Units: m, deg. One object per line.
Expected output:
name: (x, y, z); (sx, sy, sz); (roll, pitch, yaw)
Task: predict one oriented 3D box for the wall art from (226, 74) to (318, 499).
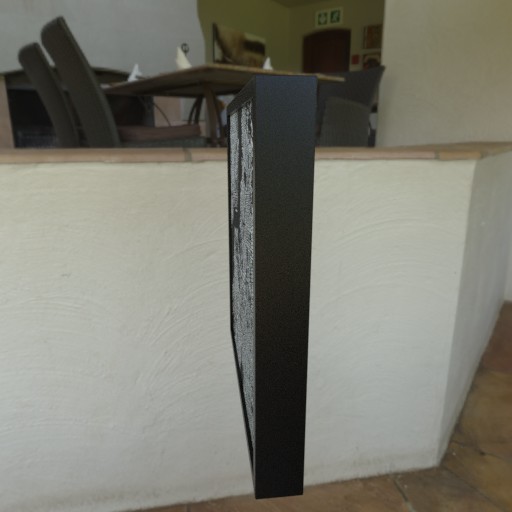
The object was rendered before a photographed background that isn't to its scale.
wall art: (0.000, 0.000, 0.440); (0.037, 0.299, 0.299); (-2, 15, -7)
